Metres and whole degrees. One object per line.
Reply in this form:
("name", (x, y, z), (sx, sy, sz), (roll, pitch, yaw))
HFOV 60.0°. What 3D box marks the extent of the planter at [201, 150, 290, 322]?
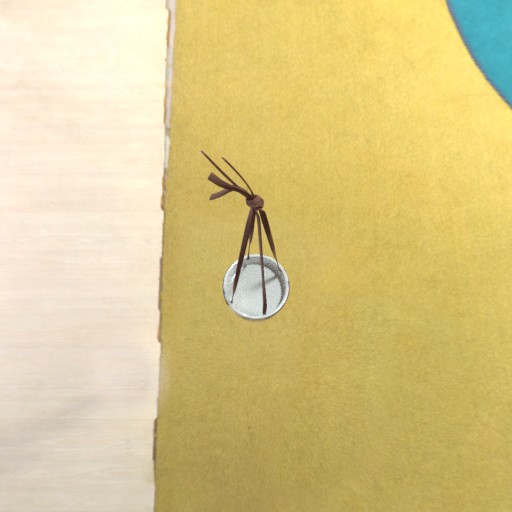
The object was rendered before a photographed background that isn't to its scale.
("planter", (0.000, 0.000, 0.810), (0.166, 0.751, 0.166), (-38, 78, -9))
